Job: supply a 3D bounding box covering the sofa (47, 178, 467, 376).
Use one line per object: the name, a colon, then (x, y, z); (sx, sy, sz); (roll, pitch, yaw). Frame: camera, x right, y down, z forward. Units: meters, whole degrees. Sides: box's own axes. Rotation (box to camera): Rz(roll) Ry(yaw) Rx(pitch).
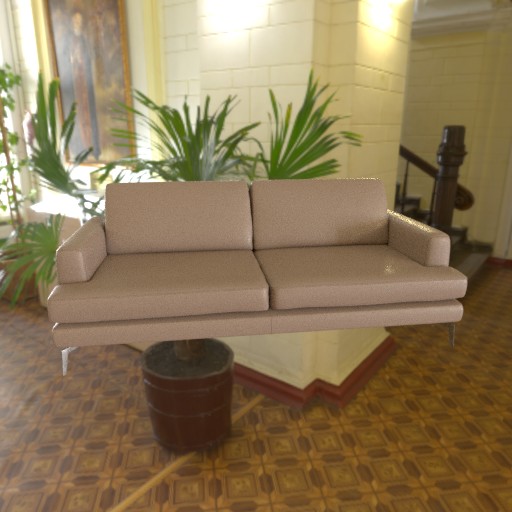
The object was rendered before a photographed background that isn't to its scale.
sofa: (0.000, 0.000, 2.440); (1.940, 0.765, 0.974); (-2, 17, -8)
